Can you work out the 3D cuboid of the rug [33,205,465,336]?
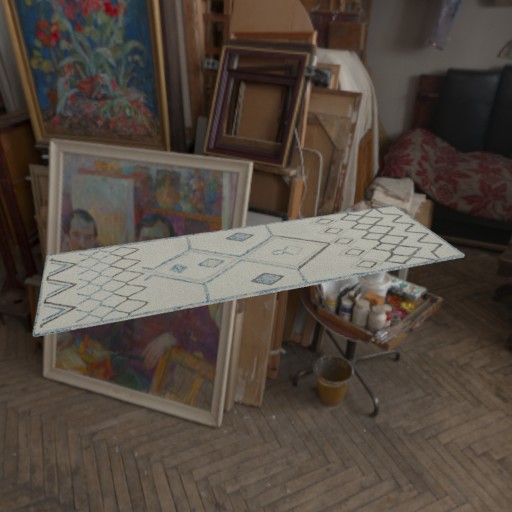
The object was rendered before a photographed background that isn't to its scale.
[{"bbox_3d":[0.000,0.000,2.702,2.434,0.013,0.770,-9,32,-15],"label":"rug"}]
